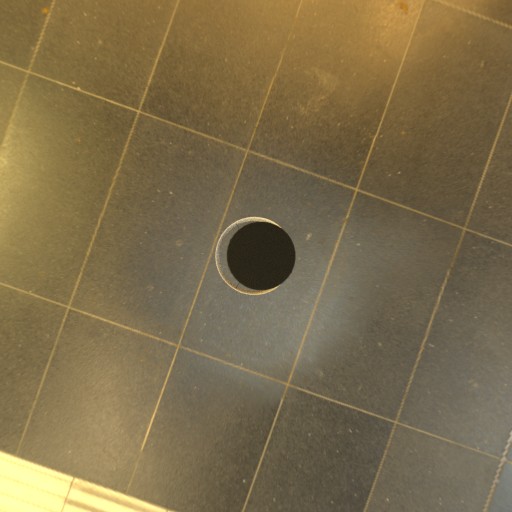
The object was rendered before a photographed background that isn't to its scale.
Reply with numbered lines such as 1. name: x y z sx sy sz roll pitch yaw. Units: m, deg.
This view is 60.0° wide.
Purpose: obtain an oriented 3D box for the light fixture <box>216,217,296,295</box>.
1. light fixture: 0.000 0.000 1.723 0.399 1.516 0.399 0 90 -1
